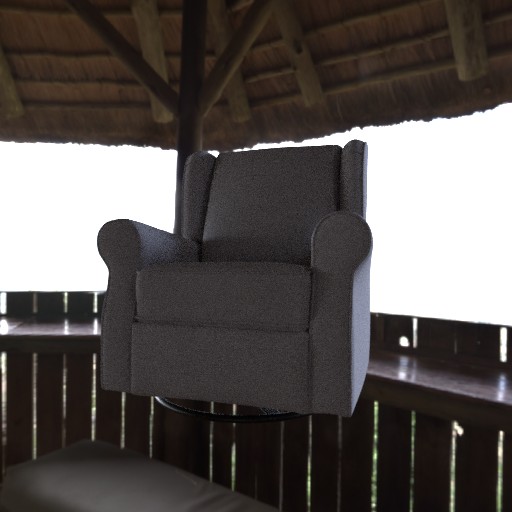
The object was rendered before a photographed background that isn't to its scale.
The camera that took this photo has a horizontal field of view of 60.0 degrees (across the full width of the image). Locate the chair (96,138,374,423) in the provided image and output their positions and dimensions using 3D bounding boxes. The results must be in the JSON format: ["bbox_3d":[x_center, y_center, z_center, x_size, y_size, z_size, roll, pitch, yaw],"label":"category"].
[{"bbox_3d":[0.000,0.000,1.694,0.906,0.966,0.854,0,0,18],"label":"chair"}]
